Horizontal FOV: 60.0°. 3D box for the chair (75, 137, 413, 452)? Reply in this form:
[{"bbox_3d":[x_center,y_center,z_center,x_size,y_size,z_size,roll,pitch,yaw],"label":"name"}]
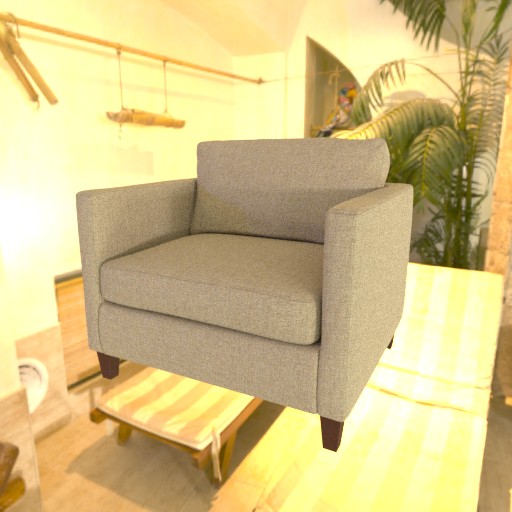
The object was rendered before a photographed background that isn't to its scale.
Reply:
[{"bbox_3d":[0.000,0.000,1.853,1.107,0.961,0.959,7,16,27],"label":"chair"}]
